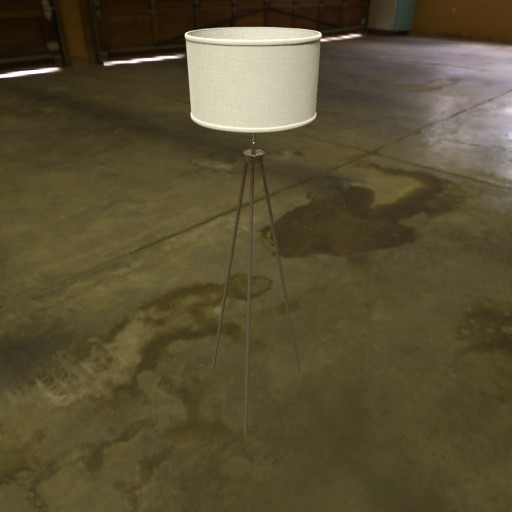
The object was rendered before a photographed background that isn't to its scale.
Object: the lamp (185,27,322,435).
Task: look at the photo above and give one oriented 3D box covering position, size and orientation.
[{"bbox_3d":[0.000,0.000,1.716,0.448,1.545,0.458,0,32,0],"label":"lamp"}]
